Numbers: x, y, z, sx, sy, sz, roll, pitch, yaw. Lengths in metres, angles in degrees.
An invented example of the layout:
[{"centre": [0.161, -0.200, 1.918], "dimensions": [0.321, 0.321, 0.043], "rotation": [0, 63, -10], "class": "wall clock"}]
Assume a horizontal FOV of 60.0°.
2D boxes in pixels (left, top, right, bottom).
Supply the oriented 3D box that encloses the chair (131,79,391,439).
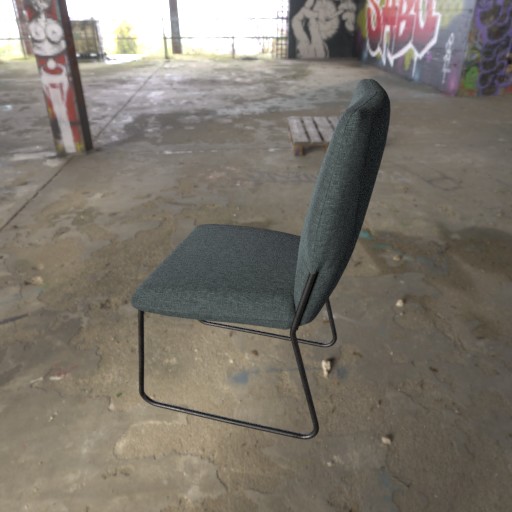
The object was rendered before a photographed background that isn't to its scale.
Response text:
[{"centre": [0.000, 0.000, 1.284], "dimensions": [0.635, 0.931, 0.480], "rotation": [8, 30, 14], "class": "chair"}]
